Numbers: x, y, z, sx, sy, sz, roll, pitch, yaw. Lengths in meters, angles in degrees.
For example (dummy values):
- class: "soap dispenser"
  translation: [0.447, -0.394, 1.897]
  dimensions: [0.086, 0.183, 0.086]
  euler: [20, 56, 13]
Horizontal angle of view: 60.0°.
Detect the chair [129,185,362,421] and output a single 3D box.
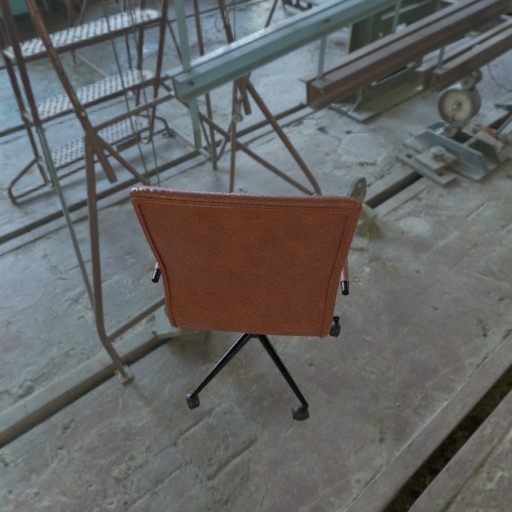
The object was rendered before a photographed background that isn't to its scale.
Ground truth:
- class: "chair"
  translation: [0.000, 0.000, 1.263]
  dimensions: [0.600, 0.878, 0.578]
  euler: [4, 47, 3]
